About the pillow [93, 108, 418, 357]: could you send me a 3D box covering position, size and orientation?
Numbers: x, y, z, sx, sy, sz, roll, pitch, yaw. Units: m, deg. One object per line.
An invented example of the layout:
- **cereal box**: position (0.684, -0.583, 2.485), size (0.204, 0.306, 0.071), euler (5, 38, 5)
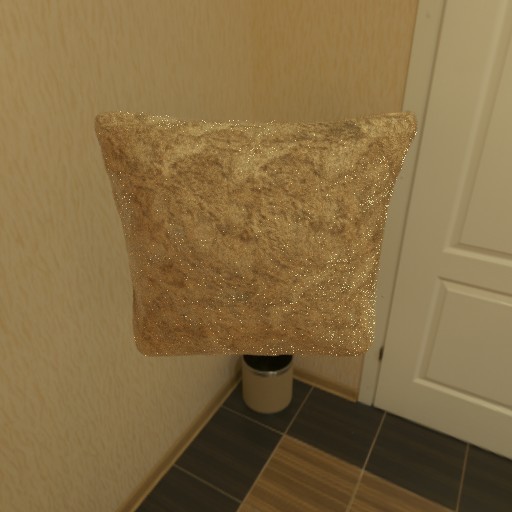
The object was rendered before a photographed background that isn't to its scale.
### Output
- **pillow**: position (0.000, 0.000, 0.830), size (0.538, 0.525, 0.216), euler (0, 29, 0)
